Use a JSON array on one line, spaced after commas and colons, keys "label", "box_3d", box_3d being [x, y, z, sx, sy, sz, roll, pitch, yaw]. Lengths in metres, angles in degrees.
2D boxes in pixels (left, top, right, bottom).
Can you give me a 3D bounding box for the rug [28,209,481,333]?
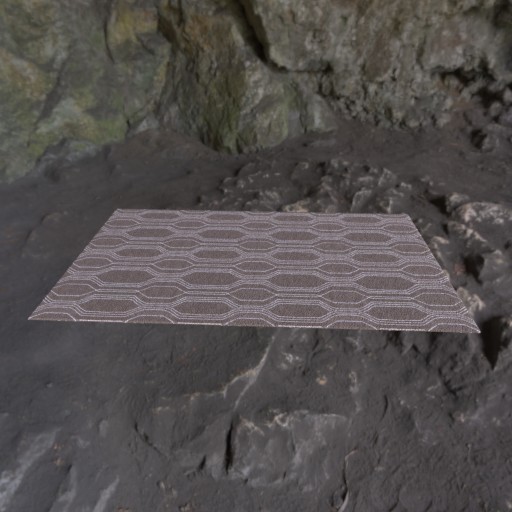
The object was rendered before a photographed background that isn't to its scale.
[{"label": "rug", "box_3d": [0.000, 0.000, 3.067, 2.457, 0.012, 1.541, 1, 29, 2]}]
